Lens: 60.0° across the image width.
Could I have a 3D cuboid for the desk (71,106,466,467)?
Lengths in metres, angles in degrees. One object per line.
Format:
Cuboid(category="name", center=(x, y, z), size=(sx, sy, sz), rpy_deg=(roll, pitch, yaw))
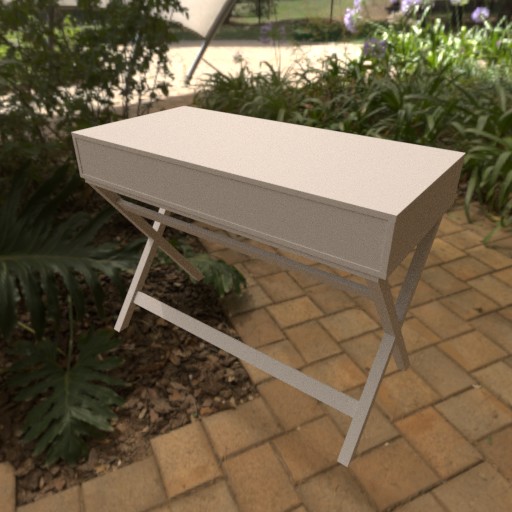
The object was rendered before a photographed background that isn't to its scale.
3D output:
Cuboid(category="desk", center=(0.000, 0.000, 1.499), size=(1.057, 0.780, 0.525), rpy_deg=(20, 35, 31))
